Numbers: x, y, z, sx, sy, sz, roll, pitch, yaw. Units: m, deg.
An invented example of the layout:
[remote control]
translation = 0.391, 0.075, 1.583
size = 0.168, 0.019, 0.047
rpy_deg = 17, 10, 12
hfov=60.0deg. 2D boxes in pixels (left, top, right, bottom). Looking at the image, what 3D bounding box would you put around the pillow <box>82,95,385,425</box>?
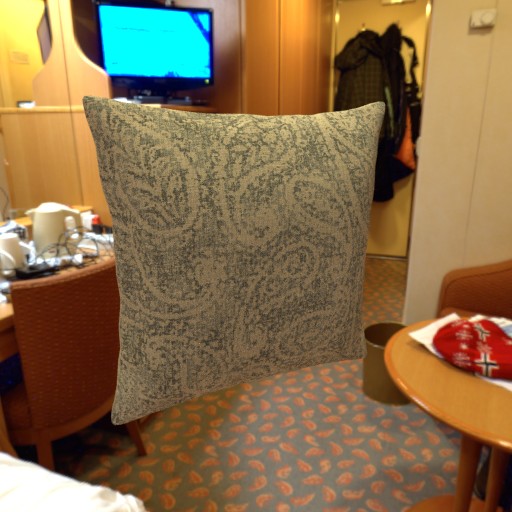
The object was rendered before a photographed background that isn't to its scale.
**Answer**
[pillow]
translation = 0.000, 0.000, 0.761
size = 0.523, 0.510, 0.166
rpy_deg = -8, 19, -25
